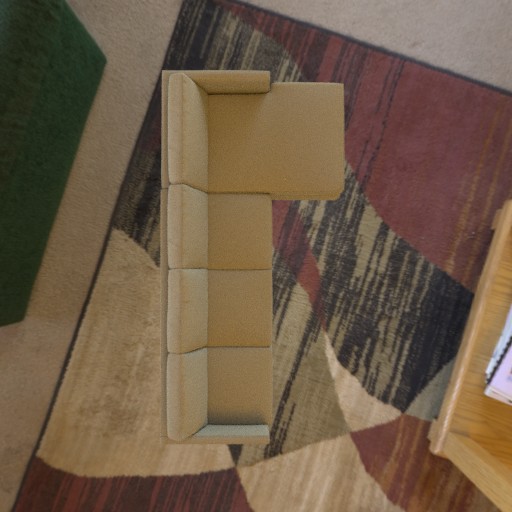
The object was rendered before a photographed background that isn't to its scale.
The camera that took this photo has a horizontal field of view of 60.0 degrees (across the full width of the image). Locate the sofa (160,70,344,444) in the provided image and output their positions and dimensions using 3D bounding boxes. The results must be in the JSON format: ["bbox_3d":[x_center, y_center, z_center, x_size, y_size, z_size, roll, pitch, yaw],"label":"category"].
[{"bbox_3d":[0.000,0.000,3.991,1.622,0.867,3.177,0,89,0],"label":"sofa"}]
